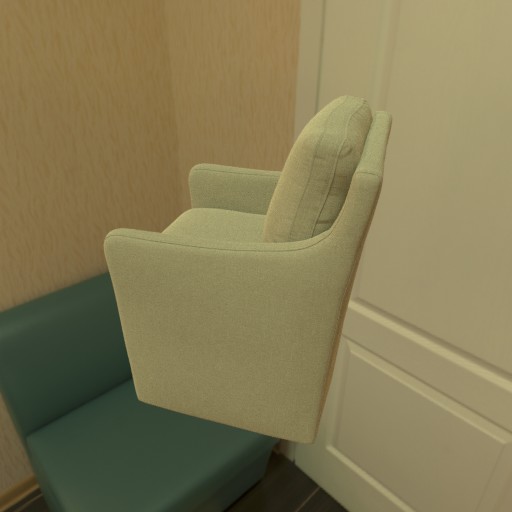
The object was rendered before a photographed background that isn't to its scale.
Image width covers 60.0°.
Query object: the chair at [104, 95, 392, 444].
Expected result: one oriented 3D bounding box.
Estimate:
[{"bbox_3d":[0.000,0.000,1.392,0.694,0.914,0.626,9,31,15],"label":"chair"}]
